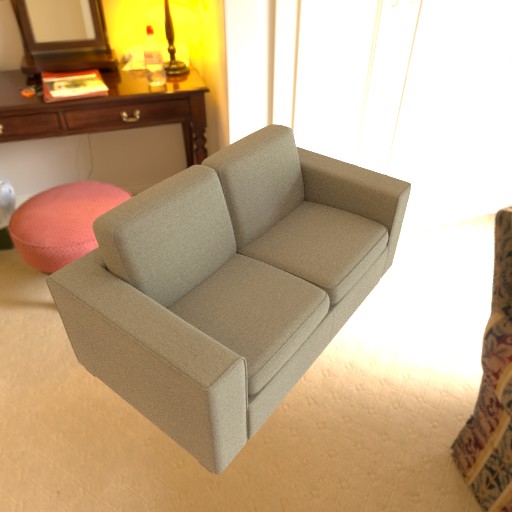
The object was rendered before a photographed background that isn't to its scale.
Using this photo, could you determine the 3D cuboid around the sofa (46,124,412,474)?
[{"bbox_3d":[0.000,0.000,2.438,1.007,0.924,1.812,26,46,28],"label":"sofa"}]
